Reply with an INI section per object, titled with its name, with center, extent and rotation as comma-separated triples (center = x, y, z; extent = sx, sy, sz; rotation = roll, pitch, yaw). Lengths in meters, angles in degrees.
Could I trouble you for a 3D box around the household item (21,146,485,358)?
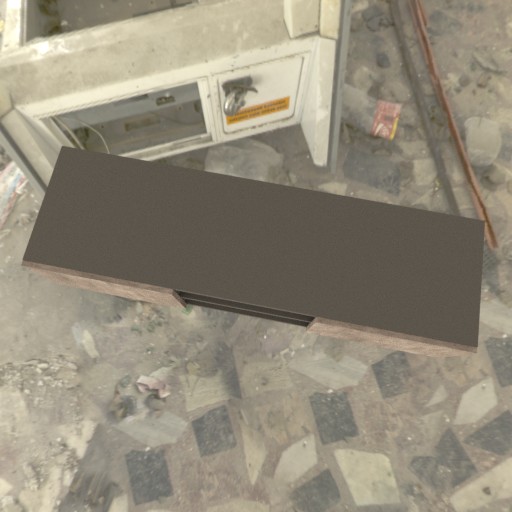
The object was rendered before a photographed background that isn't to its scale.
[household item]
center = 0.000, 0.000, 1.536
extent = 1.400, 0.310, 0.420
rotation = 11, 75, 3
